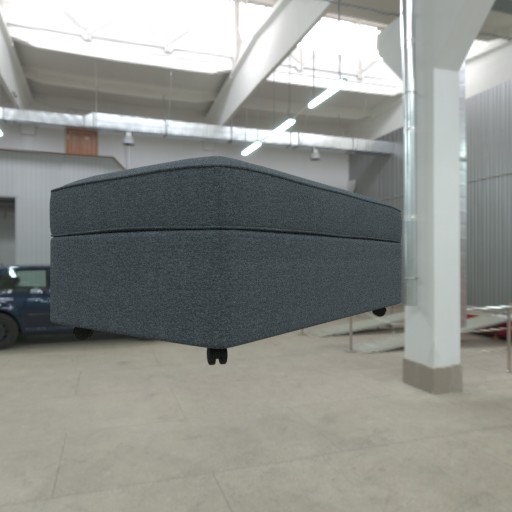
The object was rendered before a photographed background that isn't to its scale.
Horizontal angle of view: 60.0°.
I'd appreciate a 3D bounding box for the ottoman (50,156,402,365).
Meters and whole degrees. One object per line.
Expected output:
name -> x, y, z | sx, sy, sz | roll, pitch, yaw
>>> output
ottoman -> 0.000, 0.000, 1.568 | 0.681, 0.494, 1.173 | 0, 0, 36
